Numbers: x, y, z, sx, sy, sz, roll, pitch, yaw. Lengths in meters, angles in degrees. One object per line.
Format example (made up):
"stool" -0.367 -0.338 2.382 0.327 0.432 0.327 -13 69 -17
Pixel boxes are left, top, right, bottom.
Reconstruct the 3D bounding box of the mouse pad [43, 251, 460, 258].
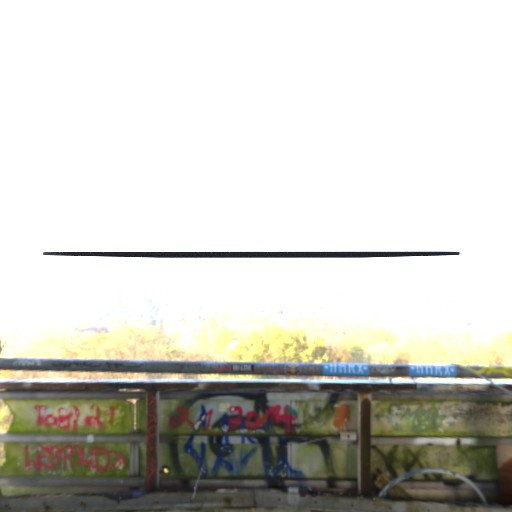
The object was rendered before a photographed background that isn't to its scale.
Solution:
"mouse pad" 0.000 0.000 0.333 0.211 0.002 0.249 0 -1 2
